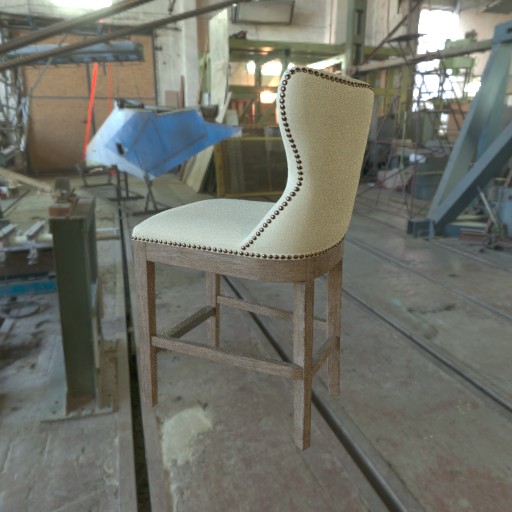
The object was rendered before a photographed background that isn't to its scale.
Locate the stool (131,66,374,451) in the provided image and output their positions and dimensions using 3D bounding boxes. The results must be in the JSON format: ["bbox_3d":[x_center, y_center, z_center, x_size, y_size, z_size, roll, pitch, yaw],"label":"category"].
[{"bbox_3d":[0.000,0.000,1.316,0.608,0.981,0.498,8,19,26],"label":"stool"}]
